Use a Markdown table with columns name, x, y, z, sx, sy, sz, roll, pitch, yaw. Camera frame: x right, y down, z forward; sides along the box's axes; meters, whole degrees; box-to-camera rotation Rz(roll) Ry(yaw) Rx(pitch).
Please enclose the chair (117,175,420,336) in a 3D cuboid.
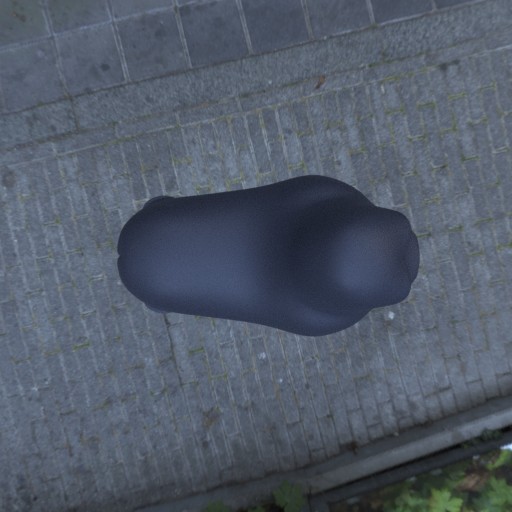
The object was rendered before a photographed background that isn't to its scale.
| name | x | y | z | sx | sy | sz | roll | pitch | yaw |
| --- | --- | --- | --- | --- | --- | --- | --- | --- | --- |
| chair | 0.000 | 0.000 | 1.145 | 0.758 | 0.600 | 0.490 | 0 | 91 | 0 |
